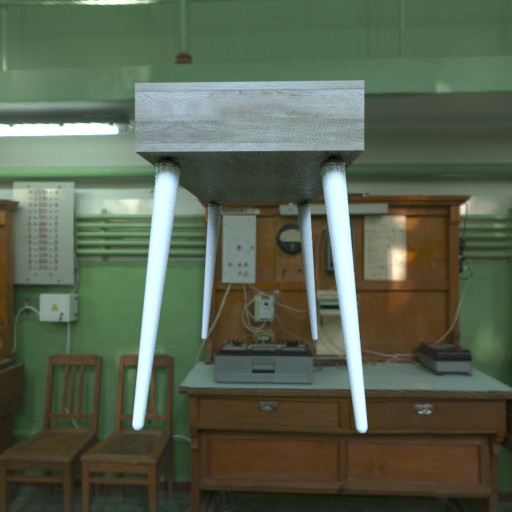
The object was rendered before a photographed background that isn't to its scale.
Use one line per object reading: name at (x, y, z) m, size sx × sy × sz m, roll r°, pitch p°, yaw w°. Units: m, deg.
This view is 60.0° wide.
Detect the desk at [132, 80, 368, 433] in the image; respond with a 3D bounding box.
desk at (0.000, 0.000, 1.399) m, size 0.491 × 0.723 × 0.979 m, roll 0°, pitch 1°, yaw 2°
